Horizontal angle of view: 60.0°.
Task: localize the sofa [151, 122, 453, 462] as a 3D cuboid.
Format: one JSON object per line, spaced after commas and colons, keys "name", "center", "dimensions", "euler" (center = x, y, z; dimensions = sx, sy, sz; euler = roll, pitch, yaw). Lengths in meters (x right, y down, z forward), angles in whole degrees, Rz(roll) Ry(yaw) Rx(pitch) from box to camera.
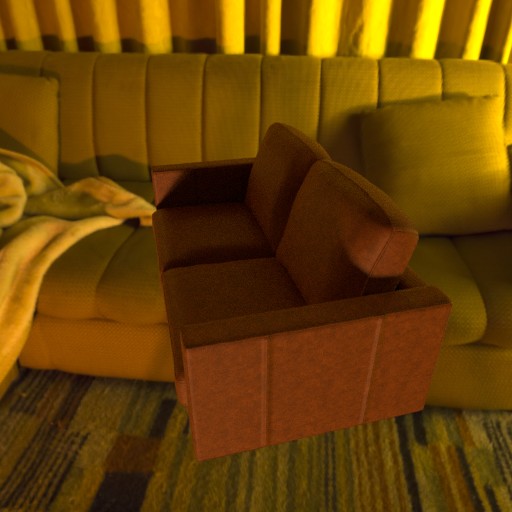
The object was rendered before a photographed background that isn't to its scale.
{"name": "sofa", "center": [0.000, 0.000, 2.091], "dimensions": [0.909, 0.951, 1.578], "euler": [-8, 32, -13]}
